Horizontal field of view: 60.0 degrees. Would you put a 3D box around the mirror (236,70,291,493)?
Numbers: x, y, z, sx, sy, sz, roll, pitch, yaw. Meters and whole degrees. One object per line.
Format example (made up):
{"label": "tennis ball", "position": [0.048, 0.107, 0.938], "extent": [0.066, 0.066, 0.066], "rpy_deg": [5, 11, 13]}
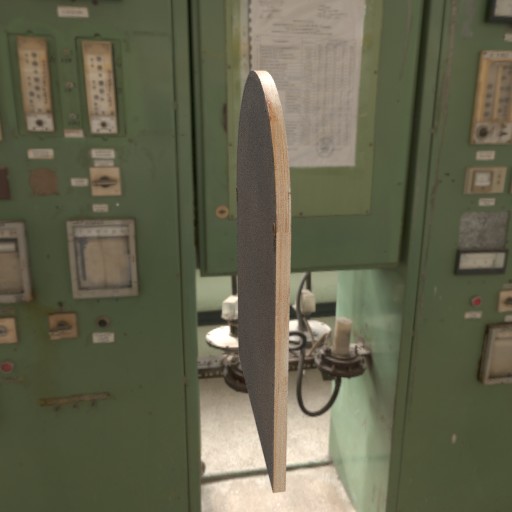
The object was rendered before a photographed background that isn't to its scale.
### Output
{"label": "mirror", "position": [0.000, 0.000, 1.186], "extent": [0.032, 0.920, 0.660], "rpy_deg": [-2, 15, -9]}
